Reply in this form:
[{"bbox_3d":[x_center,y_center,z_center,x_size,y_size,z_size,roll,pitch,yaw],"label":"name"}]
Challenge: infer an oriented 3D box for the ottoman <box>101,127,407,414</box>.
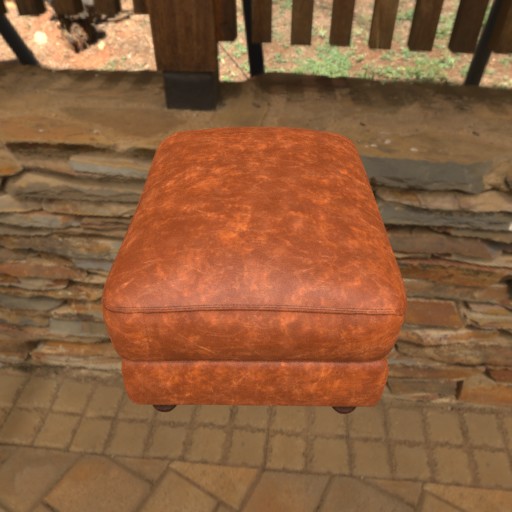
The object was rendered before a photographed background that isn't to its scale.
[{"bbox_3d":[0.000,0.000,1.295,0.657,0.562,0.832,0,40,0],"label":"ottoman"}]
